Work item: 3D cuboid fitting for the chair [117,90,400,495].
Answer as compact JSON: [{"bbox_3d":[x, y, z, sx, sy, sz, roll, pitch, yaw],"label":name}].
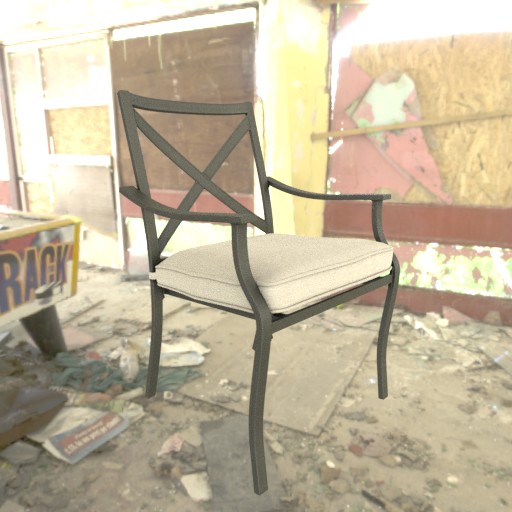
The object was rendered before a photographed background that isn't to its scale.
[{"bbox_3d":[0.000,0.000,1.255,0.620,0.889,0.575,14,20,43],"label":"chair"}]
